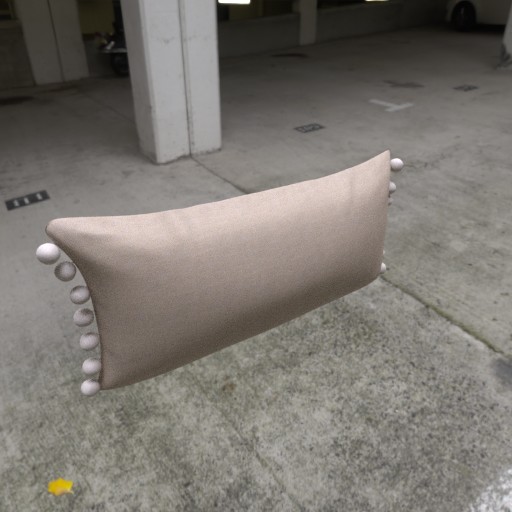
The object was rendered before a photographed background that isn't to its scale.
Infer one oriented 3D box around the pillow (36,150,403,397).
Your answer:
[{"bbox_3d":[0.000,0.000,0.822,0.709,0.322,0.201,-18,35,-28],"label":"pillow"}]
